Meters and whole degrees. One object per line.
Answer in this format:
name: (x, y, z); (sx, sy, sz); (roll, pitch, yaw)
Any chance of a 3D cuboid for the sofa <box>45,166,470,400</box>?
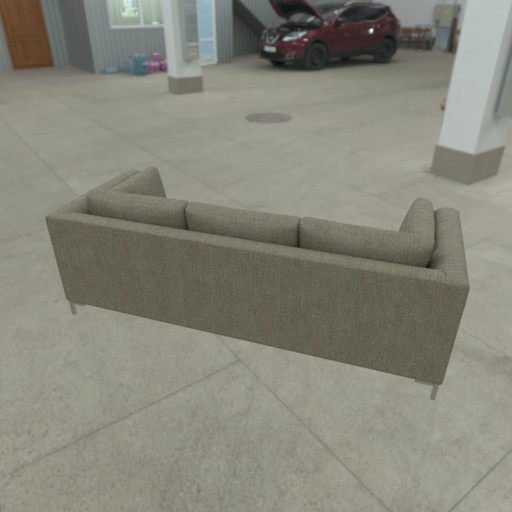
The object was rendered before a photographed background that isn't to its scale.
sofa: (0.000, 0.000, 2.927); (2.415, 0.867, 0.969); (10, 31, 16)
